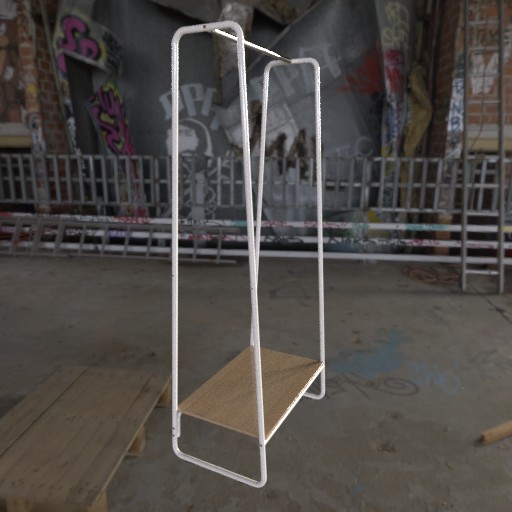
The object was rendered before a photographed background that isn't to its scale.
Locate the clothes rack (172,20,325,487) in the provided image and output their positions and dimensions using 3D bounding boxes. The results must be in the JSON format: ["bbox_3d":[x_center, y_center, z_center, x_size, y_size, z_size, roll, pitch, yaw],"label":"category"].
[{"bbox_3d":[0.000,0.000,1.710,0.400,1.500,0.640,7,16,26],"label":"clothes rack"}]
